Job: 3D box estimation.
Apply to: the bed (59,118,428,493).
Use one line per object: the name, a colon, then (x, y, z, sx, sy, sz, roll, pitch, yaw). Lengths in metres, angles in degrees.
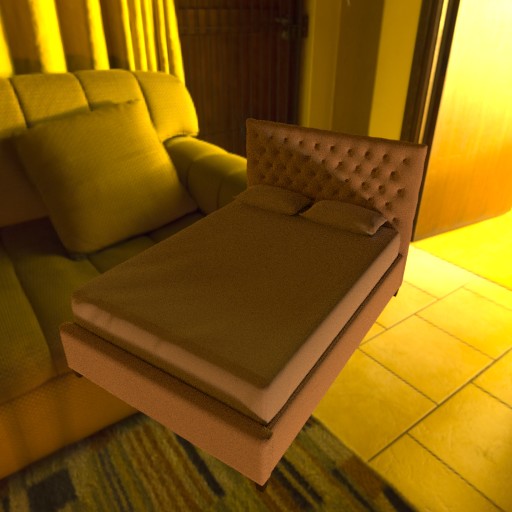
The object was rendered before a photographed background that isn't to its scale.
bed: (0.000, 0.000, 3.343, 1.698, 1.427, 2.387, 18, 34, 29)
